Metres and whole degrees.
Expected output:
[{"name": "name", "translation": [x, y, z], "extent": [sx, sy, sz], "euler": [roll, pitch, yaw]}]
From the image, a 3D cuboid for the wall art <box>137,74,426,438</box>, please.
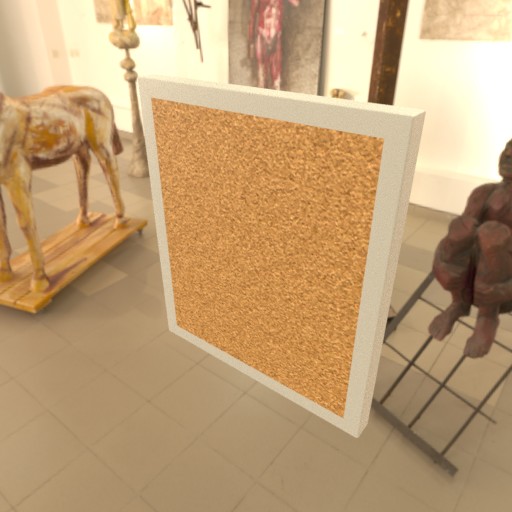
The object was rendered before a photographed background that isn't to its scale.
[{"name": "wall art", "translation": [0.000, 0.000, 0.536], "extent": [0.331, 0.381, 0.028], "euler": [21, 36, 32]}]
